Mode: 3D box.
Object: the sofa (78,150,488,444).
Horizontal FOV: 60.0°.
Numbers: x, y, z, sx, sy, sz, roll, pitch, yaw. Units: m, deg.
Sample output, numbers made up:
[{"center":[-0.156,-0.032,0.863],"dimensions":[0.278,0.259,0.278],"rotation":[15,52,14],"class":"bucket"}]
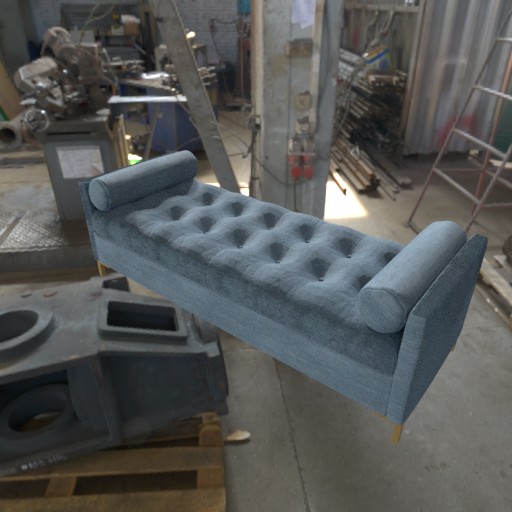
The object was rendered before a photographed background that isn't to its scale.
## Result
[{"center":[0.000,0.000,2.439],"dimensions":[2.102,0.705,0.796],"rotation":[22,37,33],"class":"sofa"}]
